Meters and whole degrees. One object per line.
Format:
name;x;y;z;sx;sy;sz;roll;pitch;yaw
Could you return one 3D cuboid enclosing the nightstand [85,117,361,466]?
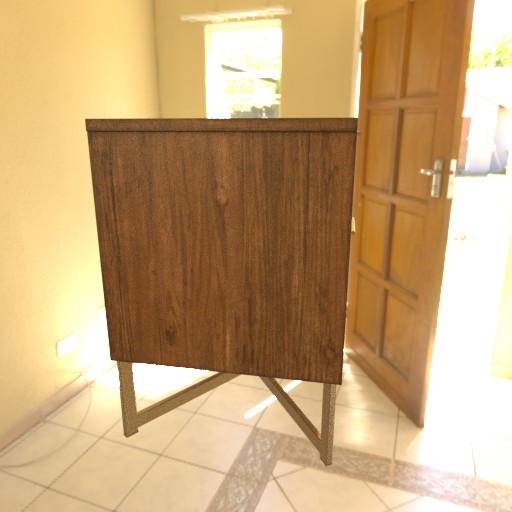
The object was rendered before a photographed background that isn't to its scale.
nightstand;0.000;0.000;1.047;0.446;0.610;0.610;3;16;11
